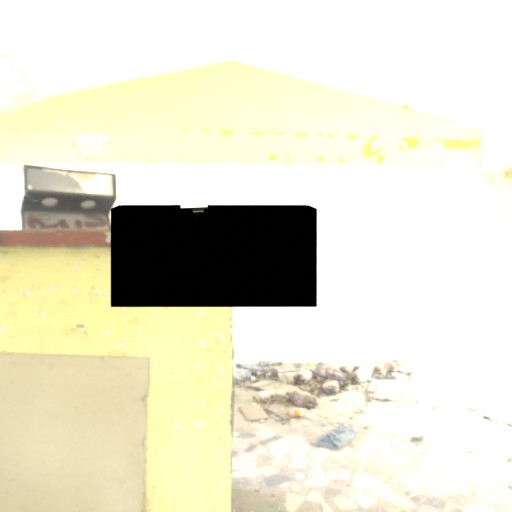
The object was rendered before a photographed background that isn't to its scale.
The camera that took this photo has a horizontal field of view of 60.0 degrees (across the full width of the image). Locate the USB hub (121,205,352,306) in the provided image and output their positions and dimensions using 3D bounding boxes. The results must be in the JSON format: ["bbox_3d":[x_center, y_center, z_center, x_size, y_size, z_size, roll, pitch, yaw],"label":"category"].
[{"bbox_3d":[0.000,0.000,0.129,0.044,0.023,0.110,0,0,18],"label":"USB hub"}]
